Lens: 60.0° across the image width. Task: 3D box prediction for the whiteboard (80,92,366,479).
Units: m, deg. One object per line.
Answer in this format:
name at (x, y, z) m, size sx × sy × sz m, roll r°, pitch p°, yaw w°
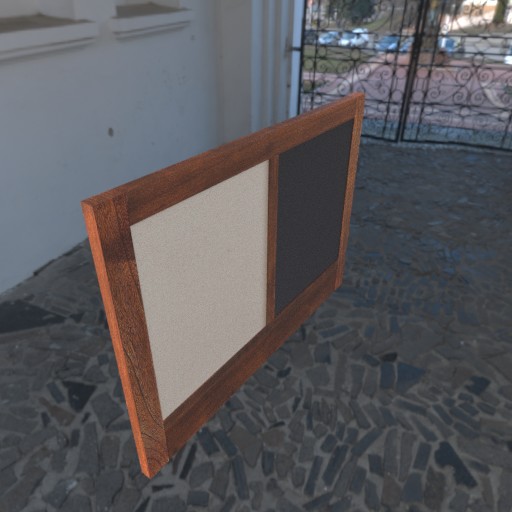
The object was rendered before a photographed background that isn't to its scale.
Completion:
whiteboard at (0.000, 0.000, 0.953) m, size 0.083 × 0.553 × 0.768 m, roll 21°, pitch 38°, yaw 30°
